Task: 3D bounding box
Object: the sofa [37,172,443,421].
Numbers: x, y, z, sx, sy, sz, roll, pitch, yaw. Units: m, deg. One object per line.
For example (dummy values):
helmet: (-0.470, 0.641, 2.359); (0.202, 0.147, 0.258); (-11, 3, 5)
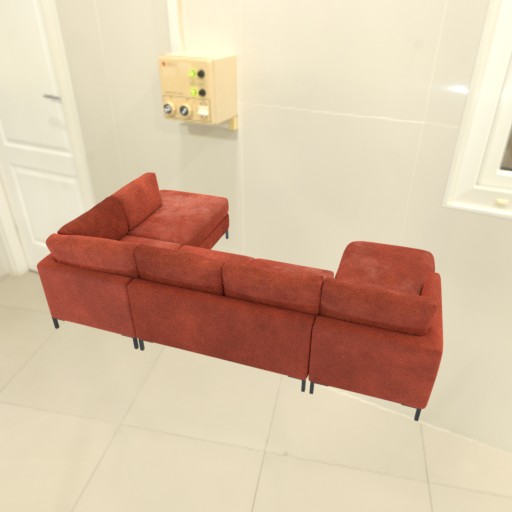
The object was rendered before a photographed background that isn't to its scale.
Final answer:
sofa: (0.000, 0.000, 3.845); (2.971, 0.858, 1.981); (10, 32, 16)
